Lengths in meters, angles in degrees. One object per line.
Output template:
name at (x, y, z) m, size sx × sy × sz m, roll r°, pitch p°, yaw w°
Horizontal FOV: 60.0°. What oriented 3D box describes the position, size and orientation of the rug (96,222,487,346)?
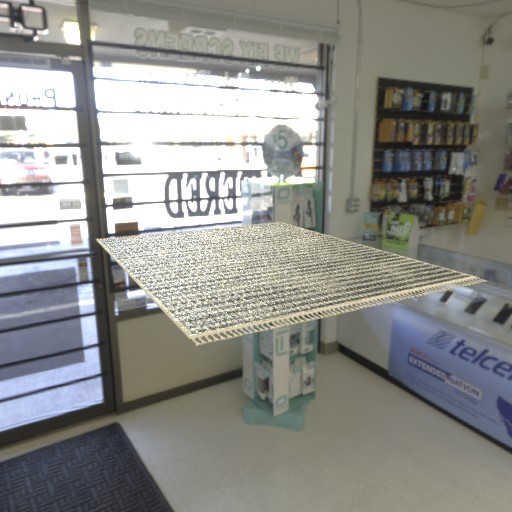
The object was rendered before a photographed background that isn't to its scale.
rug at (0.000, 0.000, 3.927) m, size 2.256 × 0.013 × 2.910 m, roll -7°, pitch 16°, yaw -28°
